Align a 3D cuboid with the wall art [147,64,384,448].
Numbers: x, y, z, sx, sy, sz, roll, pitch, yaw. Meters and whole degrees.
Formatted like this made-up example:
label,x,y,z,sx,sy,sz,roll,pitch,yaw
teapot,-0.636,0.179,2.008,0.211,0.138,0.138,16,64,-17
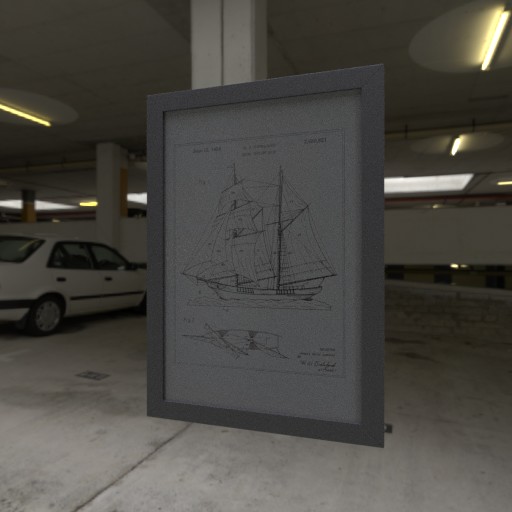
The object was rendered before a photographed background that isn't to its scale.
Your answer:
label,x,y,z,sx,sy,sz,roll,pitch,yaw
wall art,0.000,0.000,0.682,0.380,0.534,0.013,0,0,19
